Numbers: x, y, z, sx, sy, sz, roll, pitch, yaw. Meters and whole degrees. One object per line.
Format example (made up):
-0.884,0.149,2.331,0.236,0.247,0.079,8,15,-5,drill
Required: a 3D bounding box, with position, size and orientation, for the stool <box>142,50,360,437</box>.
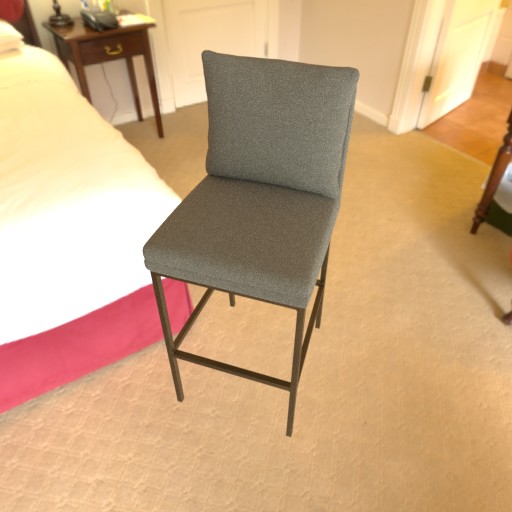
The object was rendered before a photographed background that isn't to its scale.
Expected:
0.000,0.000,1.440,0.463,1.132,0.569,13,43,14,stool
